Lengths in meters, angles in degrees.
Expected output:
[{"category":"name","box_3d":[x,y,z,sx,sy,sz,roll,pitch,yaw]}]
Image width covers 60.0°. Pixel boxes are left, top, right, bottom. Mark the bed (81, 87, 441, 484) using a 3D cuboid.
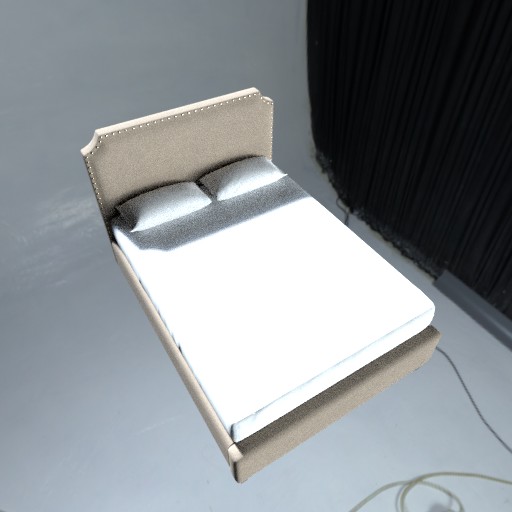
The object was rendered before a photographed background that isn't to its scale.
[{"category":"bed","box_3d":[0.000,0.000,3.363,1.703,1.415,2.329,-24,50,-22]}]
